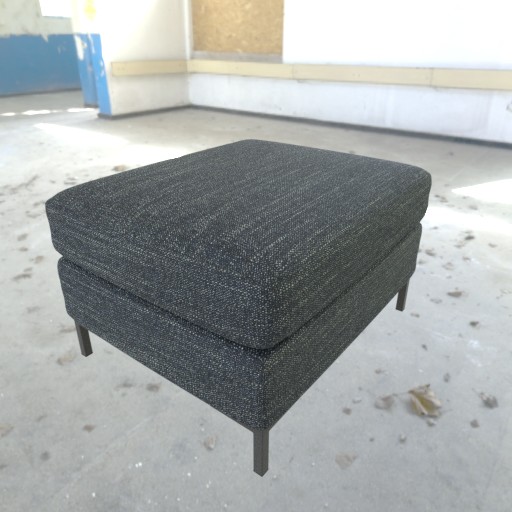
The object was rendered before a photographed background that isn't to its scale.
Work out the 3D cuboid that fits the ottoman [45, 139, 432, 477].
[{"bbox_3d":[0.000,0.000,1.208,0.667,0.491,0.814,19,32,33],"label":"ottoman"}]
